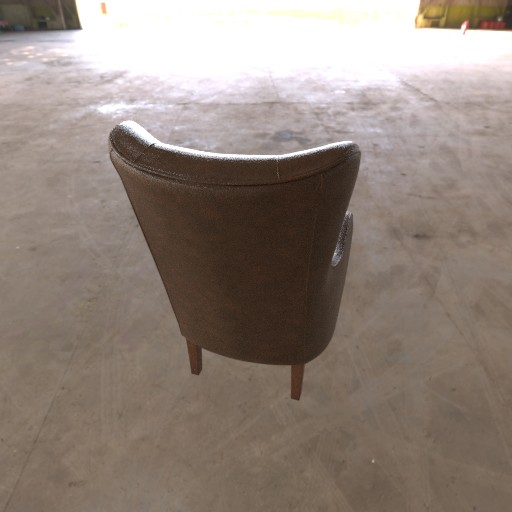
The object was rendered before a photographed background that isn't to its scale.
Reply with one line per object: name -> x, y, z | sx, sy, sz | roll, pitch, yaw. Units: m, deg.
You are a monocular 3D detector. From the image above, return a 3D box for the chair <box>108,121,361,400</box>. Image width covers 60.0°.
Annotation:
chair -> 0.000, 0.000, 1.633 | 0.692, 1.048, 0.914 | 10, 33, 15
